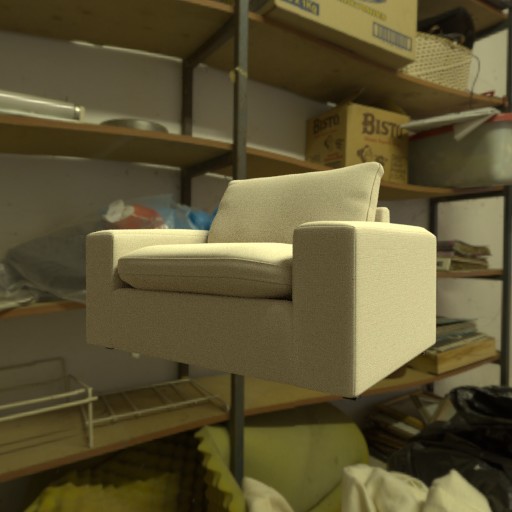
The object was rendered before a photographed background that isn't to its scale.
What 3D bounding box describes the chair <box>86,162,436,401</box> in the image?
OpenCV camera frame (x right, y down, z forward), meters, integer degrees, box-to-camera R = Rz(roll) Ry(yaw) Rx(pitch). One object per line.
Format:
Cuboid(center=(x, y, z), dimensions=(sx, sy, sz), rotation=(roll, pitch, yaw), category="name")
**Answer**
Cuboid(center=(0.000, 0.000, 2.117), dimensions=(1.398, 0.915, 1.039), rotation=(1, 1, 36), category="chair")
